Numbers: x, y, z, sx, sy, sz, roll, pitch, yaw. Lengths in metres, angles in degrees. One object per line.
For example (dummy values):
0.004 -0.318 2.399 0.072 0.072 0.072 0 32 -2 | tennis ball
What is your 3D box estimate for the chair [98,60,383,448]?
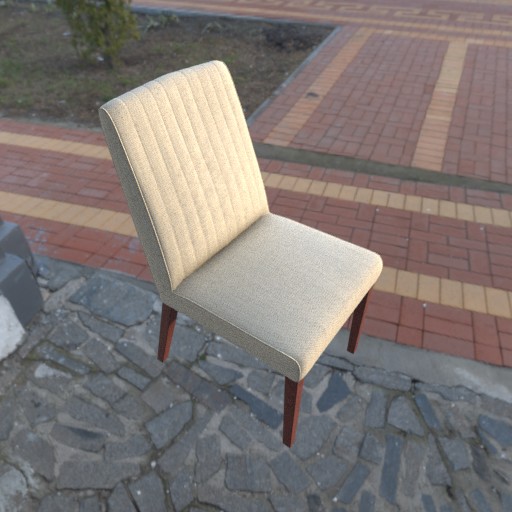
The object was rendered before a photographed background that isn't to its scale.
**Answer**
0.000 0.000 1.264 0.594 0.900 0.480 25 46 26 | chair
